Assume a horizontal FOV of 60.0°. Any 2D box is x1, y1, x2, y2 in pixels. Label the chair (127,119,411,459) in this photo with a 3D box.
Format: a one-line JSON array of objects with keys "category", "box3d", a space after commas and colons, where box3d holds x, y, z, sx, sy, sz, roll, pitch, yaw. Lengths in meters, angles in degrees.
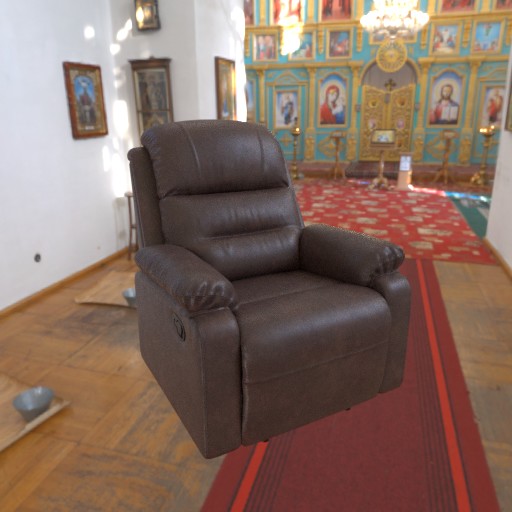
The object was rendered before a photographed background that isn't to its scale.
[{"category": "chair", "box3d": [0.000, 0.000, 1.675, 0.855, 0.992, 0.919, -9, 19, -28]}]
